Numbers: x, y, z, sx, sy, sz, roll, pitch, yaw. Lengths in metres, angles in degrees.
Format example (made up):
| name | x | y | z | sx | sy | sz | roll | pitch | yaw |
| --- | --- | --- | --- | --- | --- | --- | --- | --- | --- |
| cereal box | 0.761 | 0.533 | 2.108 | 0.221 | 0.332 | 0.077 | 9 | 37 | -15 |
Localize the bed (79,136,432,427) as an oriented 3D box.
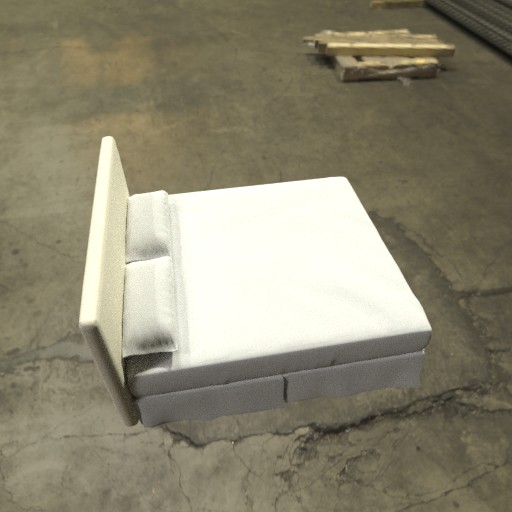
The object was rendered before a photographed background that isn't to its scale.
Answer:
| name | x | y | z | sx | sy | sz | roll | pitch | yaw |
| --- | --- | --- | --- | --- | --- | --- | --- | --- | --- |
| bed | 0.000 | 0.000 | 3.663 | 2.341 | 1.317 | 2.119 | -7 | 45 | -7 |
